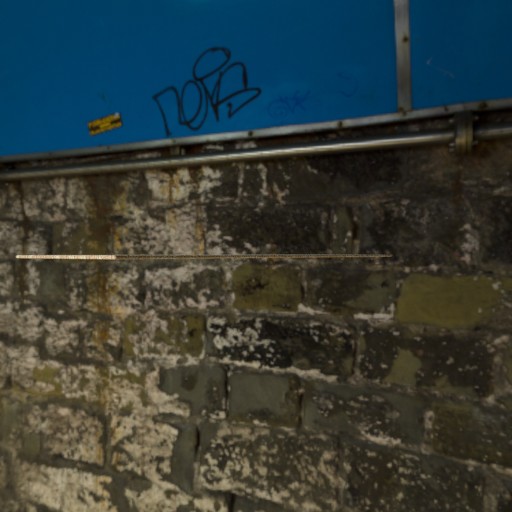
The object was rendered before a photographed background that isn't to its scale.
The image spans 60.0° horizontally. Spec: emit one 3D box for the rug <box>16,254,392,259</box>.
[{"bbox_3d":[0.000,0.000,2.490,0.691,0.013,2.289,0,0,38],"label":"rug"}]
